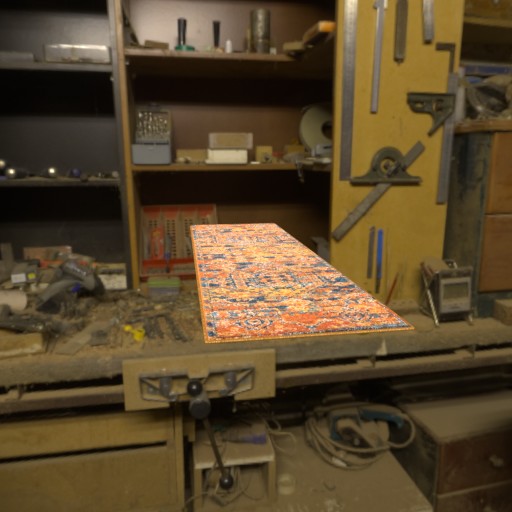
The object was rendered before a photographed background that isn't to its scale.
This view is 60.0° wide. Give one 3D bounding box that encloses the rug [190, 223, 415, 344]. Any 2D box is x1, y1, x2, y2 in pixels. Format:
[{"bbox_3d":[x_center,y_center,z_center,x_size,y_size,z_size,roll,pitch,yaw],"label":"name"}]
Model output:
[{"bbox_3d":[0.000,0.000,2.000,0.556,0.013,1.820,-2,13,-9],"label":"rug"}]
